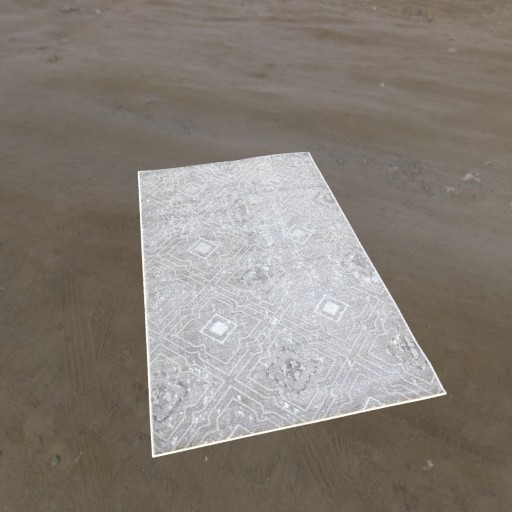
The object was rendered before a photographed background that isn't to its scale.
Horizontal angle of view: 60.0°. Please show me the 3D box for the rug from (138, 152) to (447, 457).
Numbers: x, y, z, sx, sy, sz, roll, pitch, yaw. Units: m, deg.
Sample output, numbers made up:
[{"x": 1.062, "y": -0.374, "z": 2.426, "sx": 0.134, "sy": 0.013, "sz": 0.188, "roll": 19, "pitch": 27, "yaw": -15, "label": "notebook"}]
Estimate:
[{"x": 0.000, "y": 0.000, "z": 3.061, "sx": 1.537, "sy": 0.036, "sz": 2.447, "roll": -9, "pitch": 45, "yaw": -9, "label": "rug"}]
